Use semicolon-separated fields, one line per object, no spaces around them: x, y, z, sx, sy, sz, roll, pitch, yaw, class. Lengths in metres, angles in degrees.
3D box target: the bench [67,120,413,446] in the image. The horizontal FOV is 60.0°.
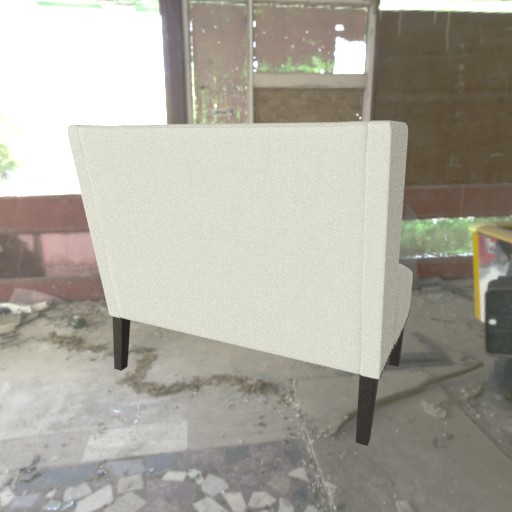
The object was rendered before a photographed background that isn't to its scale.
0.000;0.000;1.982;1.280;1.123;0.847;8;17;26;bench
